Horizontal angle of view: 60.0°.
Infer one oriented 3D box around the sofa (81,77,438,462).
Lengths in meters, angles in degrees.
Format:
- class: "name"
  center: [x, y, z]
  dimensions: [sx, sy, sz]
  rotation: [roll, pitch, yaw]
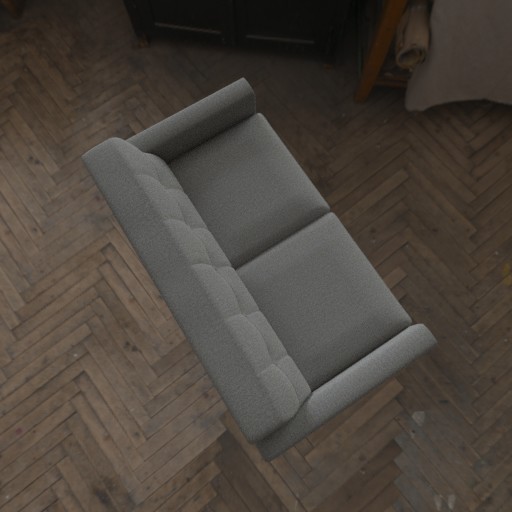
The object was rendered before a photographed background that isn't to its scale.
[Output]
- class: "sofa"
  center: [0.000, 0.000, 2.249]
  dimensions: [0.952, 0.925, 1.651]
  rotation: [-32, 77, -8]
